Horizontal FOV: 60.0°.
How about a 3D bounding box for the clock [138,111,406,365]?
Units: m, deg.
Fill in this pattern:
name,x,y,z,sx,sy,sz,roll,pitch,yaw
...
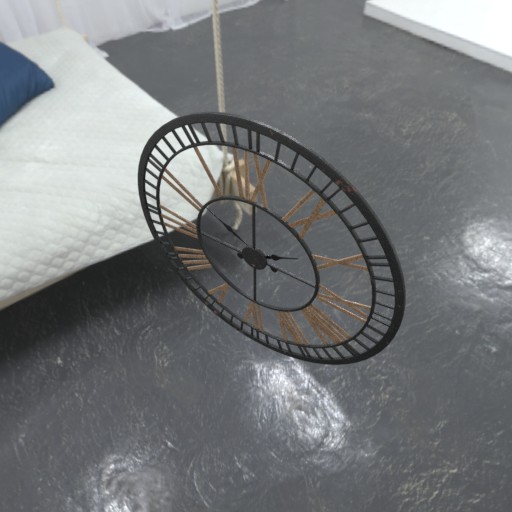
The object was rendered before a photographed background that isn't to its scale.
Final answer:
name,x,y,z,sx,sy,sz,roll,pitch,yaw
clock,0.000,0.000,1.238,0.843,0.843,0.025,25,52,22
